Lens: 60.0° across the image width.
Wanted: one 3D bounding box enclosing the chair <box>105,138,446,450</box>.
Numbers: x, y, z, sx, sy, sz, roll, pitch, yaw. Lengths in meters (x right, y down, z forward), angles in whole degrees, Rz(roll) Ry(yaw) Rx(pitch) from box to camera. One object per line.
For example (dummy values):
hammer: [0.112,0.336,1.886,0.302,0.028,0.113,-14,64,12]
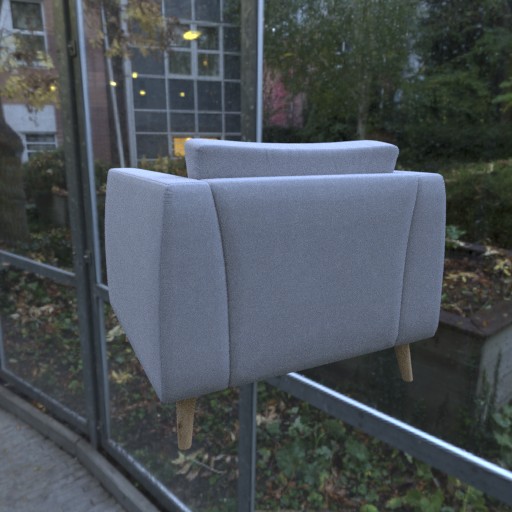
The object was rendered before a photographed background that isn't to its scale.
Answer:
chair: [0.000,0.000,1.709,1.000,0.860,0.930,-7,15,-26]
